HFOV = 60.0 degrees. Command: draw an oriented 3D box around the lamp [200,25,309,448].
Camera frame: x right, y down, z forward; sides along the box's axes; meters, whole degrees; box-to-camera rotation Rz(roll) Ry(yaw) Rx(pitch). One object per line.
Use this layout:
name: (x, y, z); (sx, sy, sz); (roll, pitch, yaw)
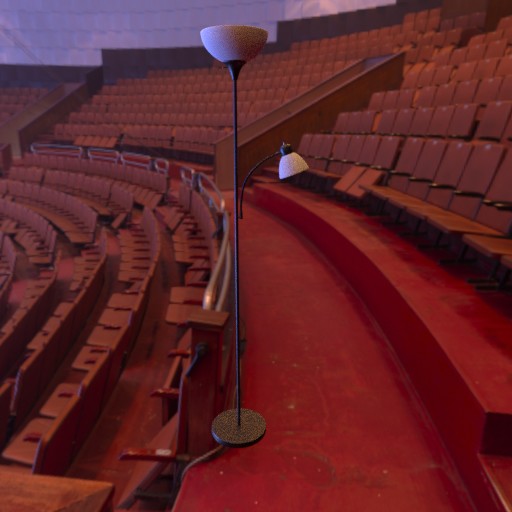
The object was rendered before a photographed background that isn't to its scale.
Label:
lamp: (0.000, 0.000, 1.965); (0.442, 1.804, 0.279); (2, 15, 7)
